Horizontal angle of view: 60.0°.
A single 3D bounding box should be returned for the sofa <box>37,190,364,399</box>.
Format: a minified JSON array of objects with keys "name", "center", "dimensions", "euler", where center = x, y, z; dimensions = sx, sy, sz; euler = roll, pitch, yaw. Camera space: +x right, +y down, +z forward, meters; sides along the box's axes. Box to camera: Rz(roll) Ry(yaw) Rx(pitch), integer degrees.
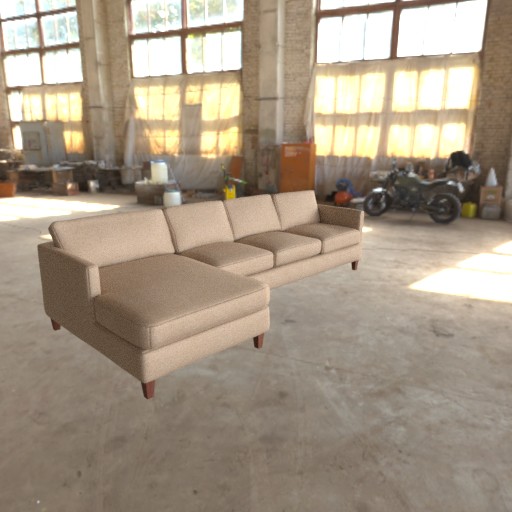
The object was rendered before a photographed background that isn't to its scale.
[{"name":"sofa","center":[0.000,0.000,3.928],"dimensions":[3.201,0.876,1.502],"euler":[-14,20,-43]}]
